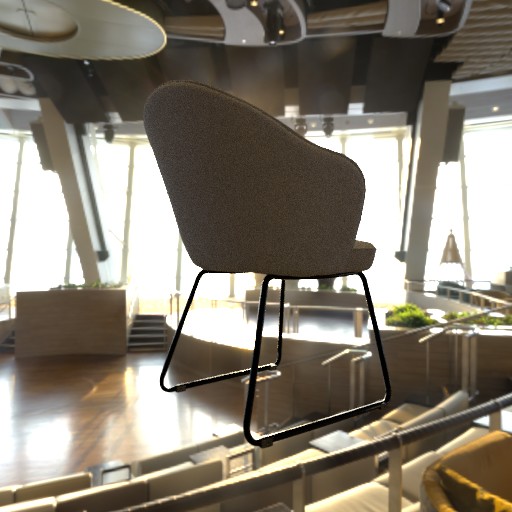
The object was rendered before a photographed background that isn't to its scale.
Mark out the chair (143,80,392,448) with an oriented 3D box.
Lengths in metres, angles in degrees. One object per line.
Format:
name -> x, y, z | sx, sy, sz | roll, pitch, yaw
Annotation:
chair -> 0.000, 0.000, 1.236 | 0.592, 0.817, 0.570 | 0, 1, -37
